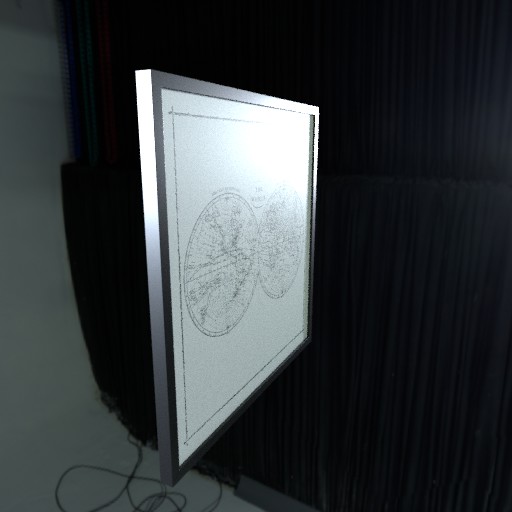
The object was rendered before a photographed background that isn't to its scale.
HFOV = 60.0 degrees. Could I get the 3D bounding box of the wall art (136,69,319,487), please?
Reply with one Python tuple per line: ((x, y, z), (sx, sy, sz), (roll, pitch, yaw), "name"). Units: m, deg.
((0.000, 0.000, 1.127), (0.031, 0.775, 0.773), (7, 15, 27), "wall art")
